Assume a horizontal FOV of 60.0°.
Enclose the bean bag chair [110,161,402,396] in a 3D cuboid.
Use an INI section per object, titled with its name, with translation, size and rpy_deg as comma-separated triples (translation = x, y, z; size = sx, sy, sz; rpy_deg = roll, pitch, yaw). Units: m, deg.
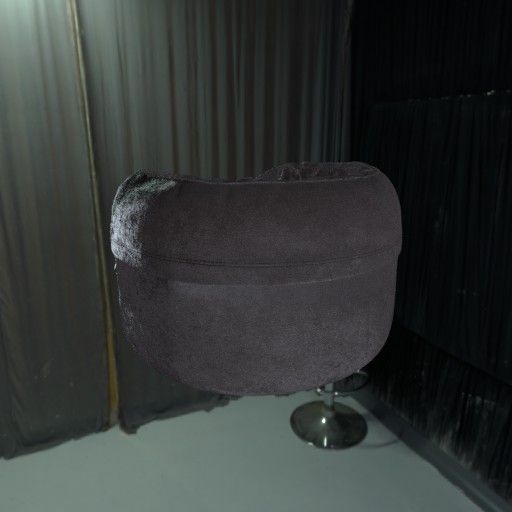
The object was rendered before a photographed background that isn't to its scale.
[bean bag chair]
translation = 0.000, 0.000, 1.492
size = 0.918, 0.605, 0.918
rpy_deg = 0, 16, 0
